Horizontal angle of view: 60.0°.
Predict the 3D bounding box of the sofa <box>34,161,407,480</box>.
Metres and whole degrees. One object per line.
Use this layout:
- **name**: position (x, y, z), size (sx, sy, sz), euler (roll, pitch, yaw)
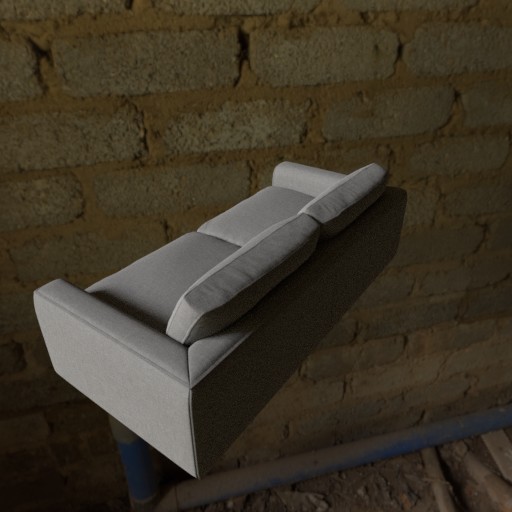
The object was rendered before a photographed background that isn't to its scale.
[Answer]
- **sofa**: position (0.000, 0.000, 2.685), size (1.070, 0.801, 2.262), euler (21, 37, 30)
